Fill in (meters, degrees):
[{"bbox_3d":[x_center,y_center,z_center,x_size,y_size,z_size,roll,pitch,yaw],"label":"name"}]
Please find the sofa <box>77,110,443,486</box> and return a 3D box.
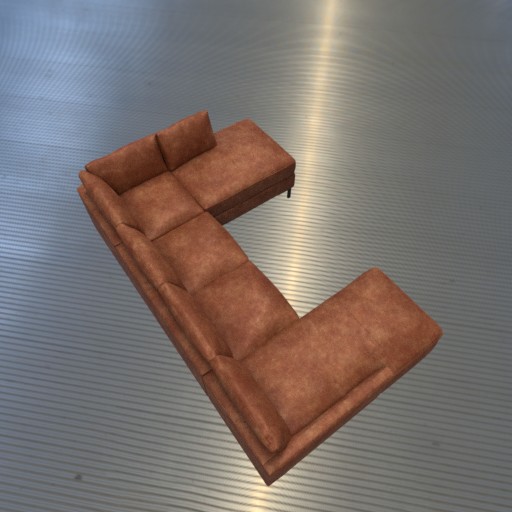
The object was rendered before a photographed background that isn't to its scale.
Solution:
[{"bbox_3d":[0.000,0.000,3.823,1.939,0.900,2.956,-31,61,-19],"label":"sofa"}]
